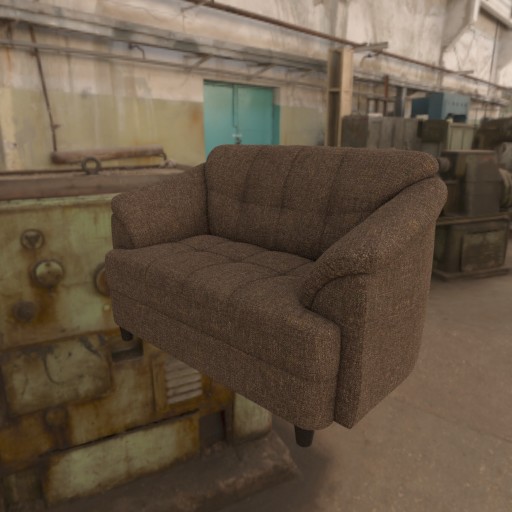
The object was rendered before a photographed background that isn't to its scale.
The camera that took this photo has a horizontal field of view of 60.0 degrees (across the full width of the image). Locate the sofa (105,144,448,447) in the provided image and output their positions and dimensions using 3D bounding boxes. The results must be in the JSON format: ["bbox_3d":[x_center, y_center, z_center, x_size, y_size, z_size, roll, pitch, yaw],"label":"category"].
[{"bbox_3d":[0.000,0.000,1.882,1.404,0.895,0.799,15,22,41],"label":"sofa"}]
